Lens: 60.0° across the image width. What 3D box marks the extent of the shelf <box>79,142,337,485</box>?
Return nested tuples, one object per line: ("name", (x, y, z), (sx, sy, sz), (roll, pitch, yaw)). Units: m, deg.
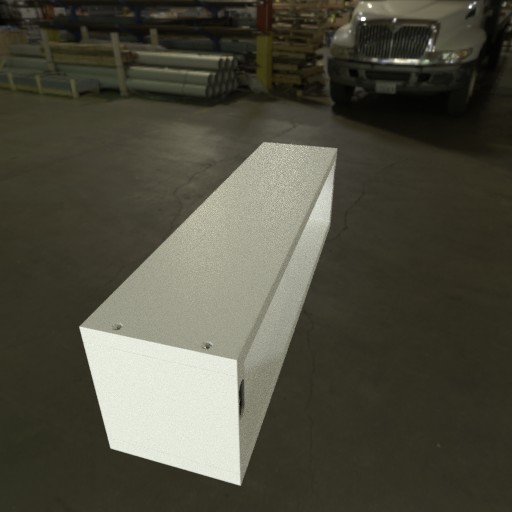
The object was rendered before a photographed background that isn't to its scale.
("shelf", (0.000, 0.000, 0.675), (0.150, 0.170, 0.610), (9, 31, 14))
